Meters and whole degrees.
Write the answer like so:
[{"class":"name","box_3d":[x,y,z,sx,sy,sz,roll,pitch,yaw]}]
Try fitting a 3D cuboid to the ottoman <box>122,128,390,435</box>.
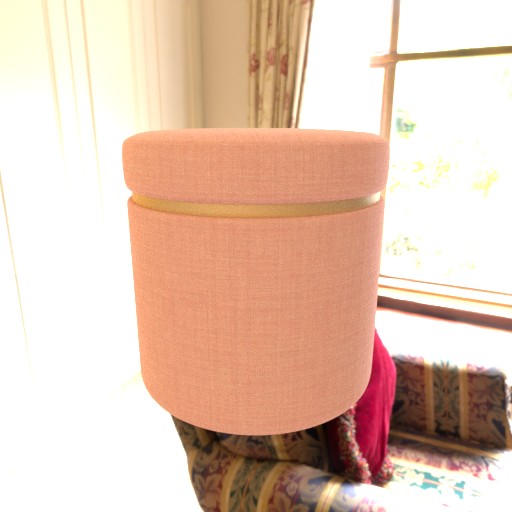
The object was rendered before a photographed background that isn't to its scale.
[{"class":"ottoman","box_3d":[0.000,0.000,0.733,0.400,0.406,0.400,0,16,0]}]
